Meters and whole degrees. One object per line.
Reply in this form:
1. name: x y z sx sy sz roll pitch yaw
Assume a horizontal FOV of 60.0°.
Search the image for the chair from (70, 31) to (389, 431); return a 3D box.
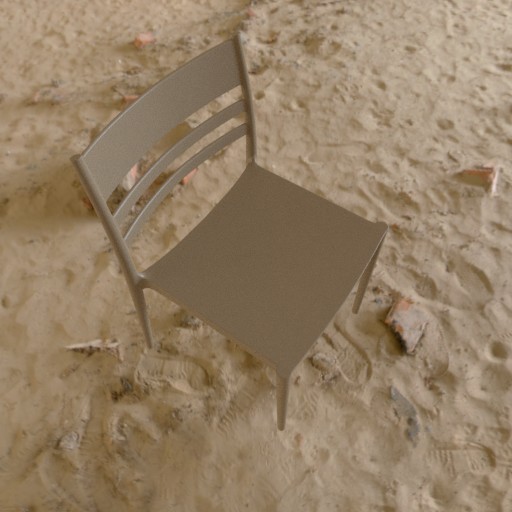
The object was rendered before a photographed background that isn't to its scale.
1. chair: 0.000 0.000 1.108 0.511 0.800 0.531 30 62 18
